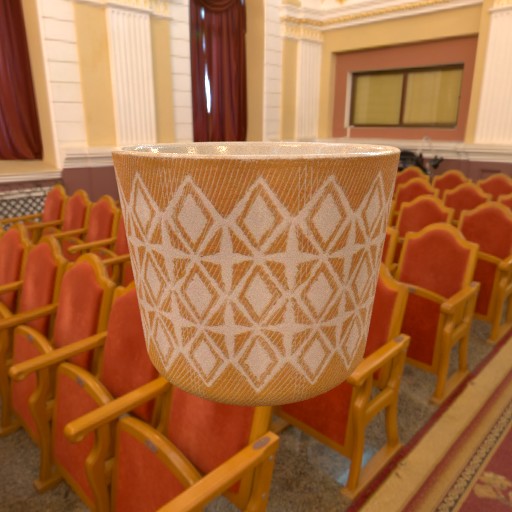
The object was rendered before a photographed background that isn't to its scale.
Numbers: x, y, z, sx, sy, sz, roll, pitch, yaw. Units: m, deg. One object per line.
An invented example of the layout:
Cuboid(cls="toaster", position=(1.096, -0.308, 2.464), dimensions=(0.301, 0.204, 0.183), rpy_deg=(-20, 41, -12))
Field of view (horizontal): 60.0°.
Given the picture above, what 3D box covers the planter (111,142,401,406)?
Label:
Cuboid(cls="planter", position=(0.000, 0.000, 0.218), dimensions=(0.126, 0.104, 0.126), rpy_deg=(0, 16, 0))
